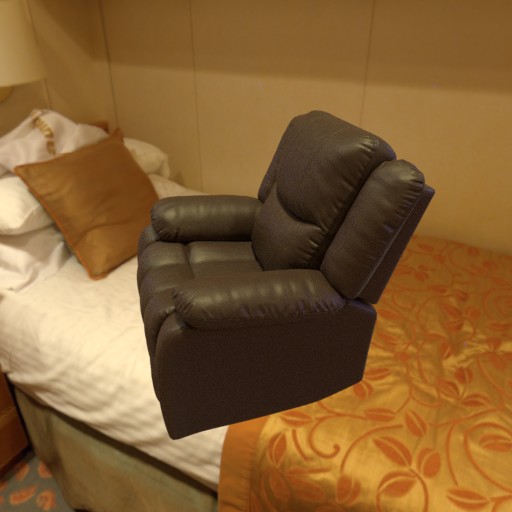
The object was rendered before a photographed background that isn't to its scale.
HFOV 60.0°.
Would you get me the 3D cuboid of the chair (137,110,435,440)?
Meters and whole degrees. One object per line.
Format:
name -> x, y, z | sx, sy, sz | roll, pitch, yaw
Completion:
chair -> 0.000, 0.000, 1.751 | 0.934, 1.009, 0.899 | -9, 31, -15
